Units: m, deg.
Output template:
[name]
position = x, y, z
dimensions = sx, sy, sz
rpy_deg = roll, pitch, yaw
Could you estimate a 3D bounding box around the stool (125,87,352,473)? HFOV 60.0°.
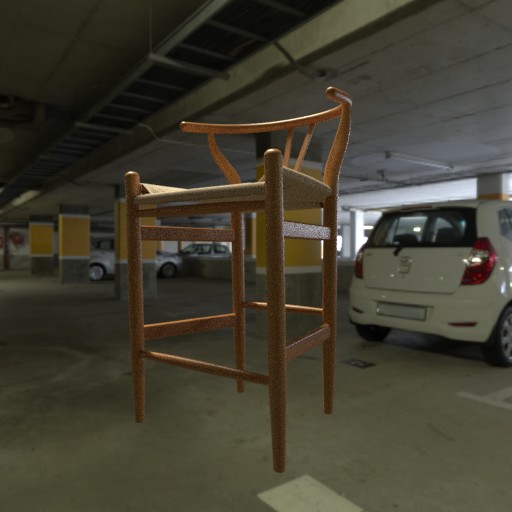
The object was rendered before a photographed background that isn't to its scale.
[stool]
position = 0.000, 0.000, 1.350
dimensions = 0.569, 0.970, 0.579
rpy_deg = 1, 1, 36
